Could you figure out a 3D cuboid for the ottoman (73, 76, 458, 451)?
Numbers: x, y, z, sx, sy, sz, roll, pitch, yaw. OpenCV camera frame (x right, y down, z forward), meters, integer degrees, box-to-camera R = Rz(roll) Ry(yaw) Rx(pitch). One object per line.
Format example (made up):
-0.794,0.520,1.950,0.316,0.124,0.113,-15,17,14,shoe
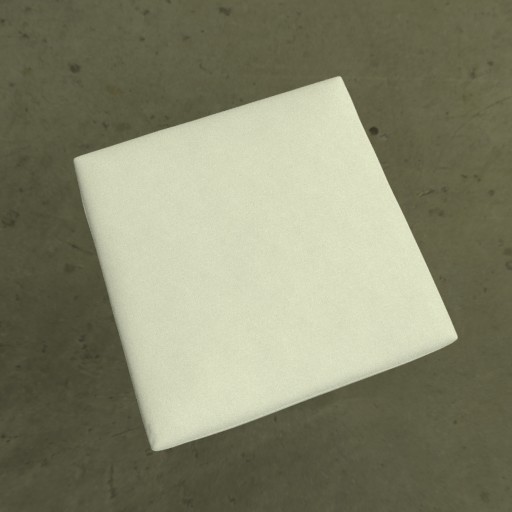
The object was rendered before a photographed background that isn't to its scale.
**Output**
0.000,0.000,1.805,1.167,0.482,1.163,-19,77,-4,ottoman
